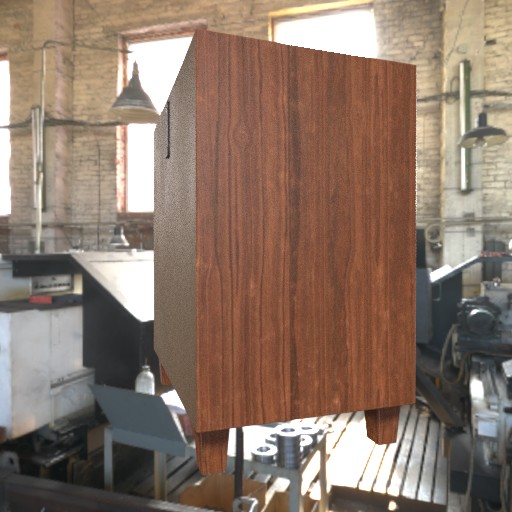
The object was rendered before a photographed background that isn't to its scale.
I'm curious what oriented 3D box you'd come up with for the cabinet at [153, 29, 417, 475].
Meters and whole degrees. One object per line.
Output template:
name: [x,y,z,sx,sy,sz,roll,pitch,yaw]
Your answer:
cabinet: [0.000,0.000,1.024,0.410,0.695,0.607,0,1,-19]
